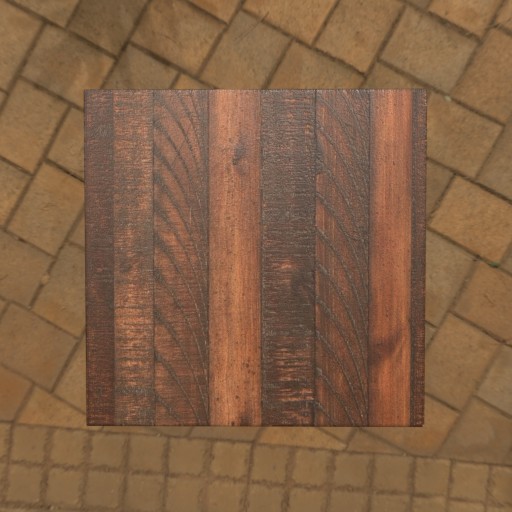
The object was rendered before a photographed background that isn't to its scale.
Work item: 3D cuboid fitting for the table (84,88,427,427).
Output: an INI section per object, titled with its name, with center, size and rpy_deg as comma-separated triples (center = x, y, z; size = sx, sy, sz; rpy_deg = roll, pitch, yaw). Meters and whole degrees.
[table]
center = 0.000, 0.000, 0.960
size = 0.553, 0.482, 0.548
rpy_deg = 0, 91, 0
